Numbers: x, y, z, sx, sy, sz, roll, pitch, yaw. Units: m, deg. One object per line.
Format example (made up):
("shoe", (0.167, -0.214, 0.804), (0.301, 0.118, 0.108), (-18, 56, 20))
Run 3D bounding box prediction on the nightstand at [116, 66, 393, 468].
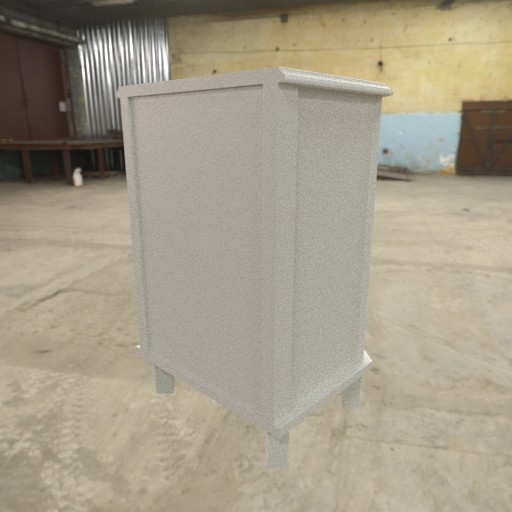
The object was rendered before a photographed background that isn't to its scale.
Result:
("nightstand", (0.000, 0.000, 0.948), (0.435, 0.681, 0.351), (14, 21, 41))
